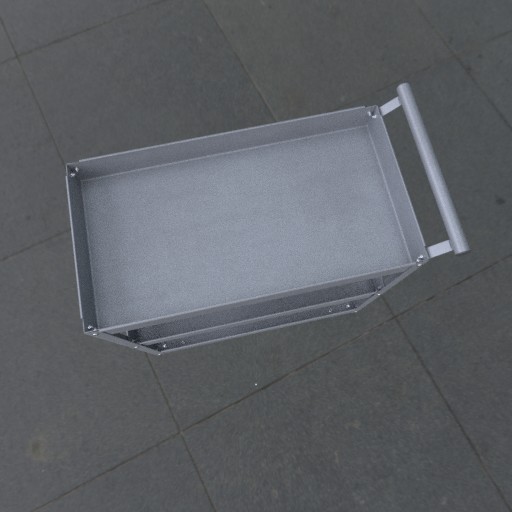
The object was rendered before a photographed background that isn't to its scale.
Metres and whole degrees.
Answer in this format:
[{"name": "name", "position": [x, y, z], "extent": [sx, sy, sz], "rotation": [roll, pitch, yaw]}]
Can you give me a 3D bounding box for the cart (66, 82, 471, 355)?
[{"name": "cart", "position": [0.000, 0.000, 1.197], "extent": [0.719, 0.780, 0.366], "rotation": [-12, 74, -3]}]
